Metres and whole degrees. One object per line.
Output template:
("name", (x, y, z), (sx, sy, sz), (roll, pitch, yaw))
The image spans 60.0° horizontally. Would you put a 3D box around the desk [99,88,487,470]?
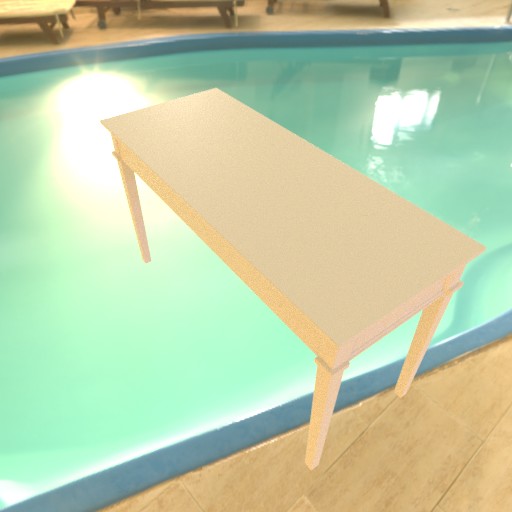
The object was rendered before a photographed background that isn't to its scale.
("desk", (0.000, 0.000, 1.758), (0.559, 0.774, 1.372), (-26, 49, -26))
